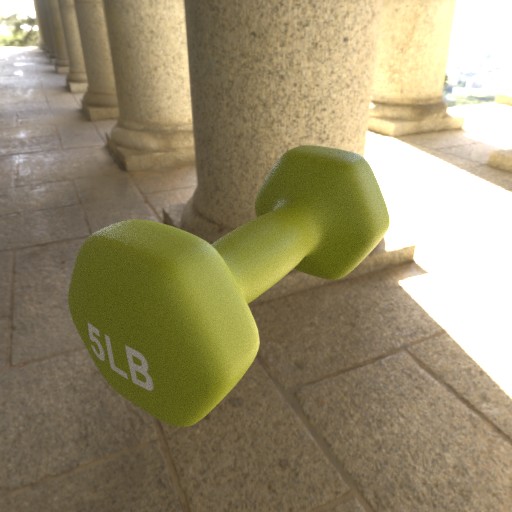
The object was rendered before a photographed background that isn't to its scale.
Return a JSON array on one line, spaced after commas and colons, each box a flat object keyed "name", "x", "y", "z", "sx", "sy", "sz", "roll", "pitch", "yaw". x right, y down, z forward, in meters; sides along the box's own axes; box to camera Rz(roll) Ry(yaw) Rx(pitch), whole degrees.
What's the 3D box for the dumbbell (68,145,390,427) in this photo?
[{"name": "dumbbell", "x": 0.000, "y": 0.000, "z": 0.208, "sx": 0.080, "sy": 0.072, "sz": 0.164, "roll": 19, "pitch": 34, "yaw": 31}]
